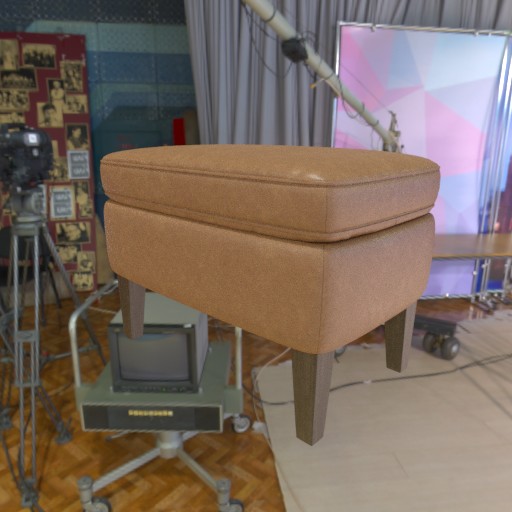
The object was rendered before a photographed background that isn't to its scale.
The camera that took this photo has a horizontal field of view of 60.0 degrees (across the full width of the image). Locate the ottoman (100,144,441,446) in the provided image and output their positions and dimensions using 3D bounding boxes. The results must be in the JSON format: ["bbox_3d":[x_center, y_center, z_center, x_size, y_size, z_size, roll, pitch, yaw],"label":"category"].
[{"bbox_3d":[0.000,0.000,0.995,0.670,0.480,0.420,15,22,42],"label":"ottoman"}]
